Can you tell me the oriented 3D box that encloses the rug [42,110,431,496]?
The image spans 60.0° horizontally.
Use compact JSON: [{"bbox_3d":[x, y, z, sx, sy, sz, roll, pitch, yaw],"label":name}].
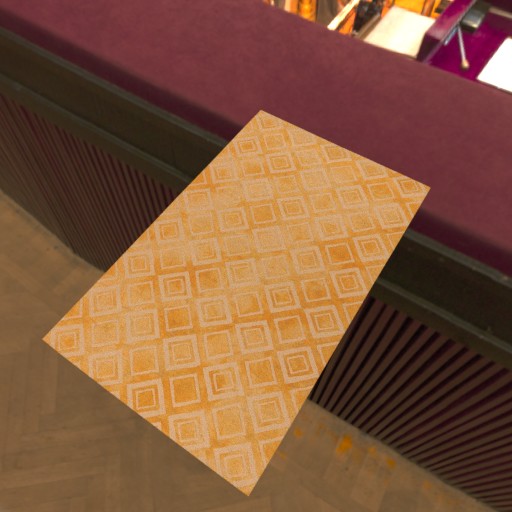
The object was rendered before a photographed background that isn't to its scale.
[{"bbox_3d":[0.000,0.000,2.983,1.511,0.010,2.424,30,63,17],"label":"rug"}]
